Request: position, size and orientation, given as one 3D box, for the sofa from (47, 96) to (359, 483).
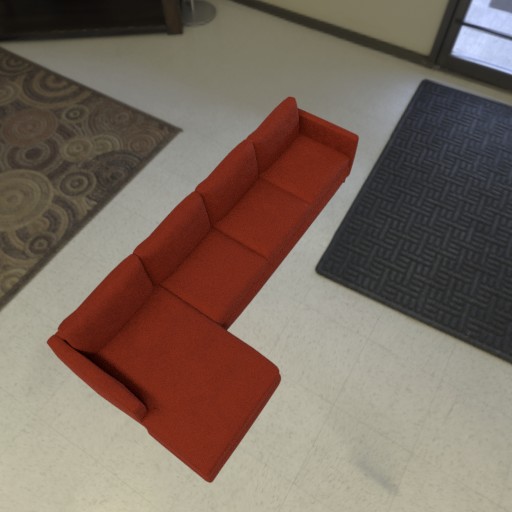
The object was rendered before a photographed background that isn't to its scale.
[{"bbox_3d":[0.000,0.000,2.921,1.136,0.663,2.467,30,63,18],"label":"sofa"}]
